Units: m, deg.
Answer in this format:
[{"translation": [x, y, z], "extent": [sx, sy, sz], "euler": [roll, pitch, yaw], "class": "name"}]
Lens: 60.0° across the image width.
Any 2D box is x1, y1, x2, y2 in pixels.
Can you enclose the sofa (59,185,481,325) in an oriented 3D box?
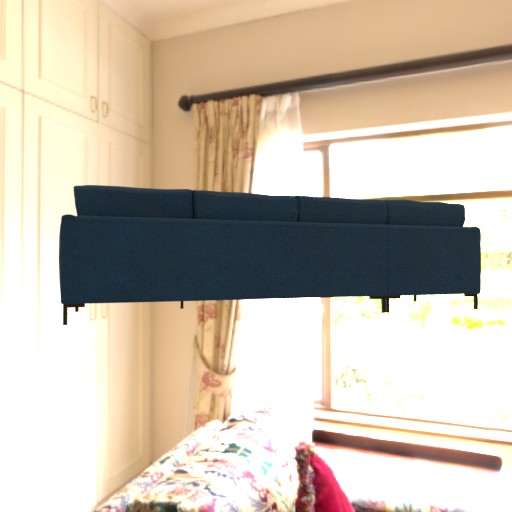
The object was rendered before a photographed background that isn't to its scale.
[{"translation": [0.000, 0.000, 3.226], "extent": [2.486, 0.687, 1.707], "euler": [0, -1, -17], "class": "sofa"}]
